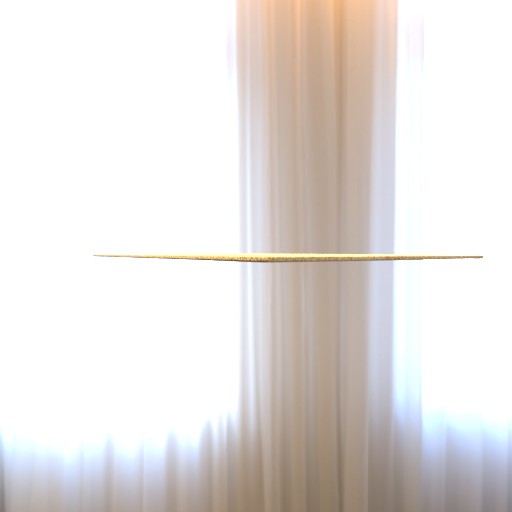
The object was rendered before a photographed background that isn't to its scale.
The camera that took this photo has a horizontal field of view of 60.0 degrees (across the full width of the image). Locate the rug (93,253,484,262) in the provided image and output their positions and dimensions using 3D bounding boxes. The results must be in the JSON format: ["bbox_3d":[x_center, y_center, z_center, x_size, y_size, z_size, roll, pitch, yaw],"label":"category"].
[{"bbox_3d":[0.000,0.000,3.477,1.798,0.025,2.698,0,1,-35],"label":"rug"}]
